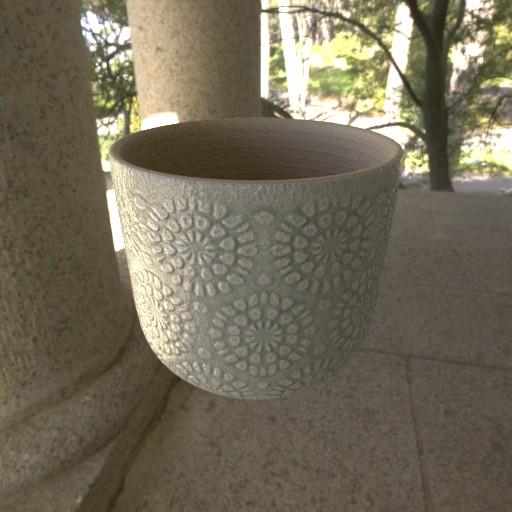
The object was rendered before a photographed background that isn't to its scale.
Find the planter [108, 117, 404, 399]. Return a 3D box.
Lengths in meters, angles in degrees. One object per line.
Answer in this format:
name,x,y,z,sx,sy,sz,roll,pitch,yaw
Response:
planter,0.000,0.000,0.298,0.169,0.153,0.169,0,26,0
